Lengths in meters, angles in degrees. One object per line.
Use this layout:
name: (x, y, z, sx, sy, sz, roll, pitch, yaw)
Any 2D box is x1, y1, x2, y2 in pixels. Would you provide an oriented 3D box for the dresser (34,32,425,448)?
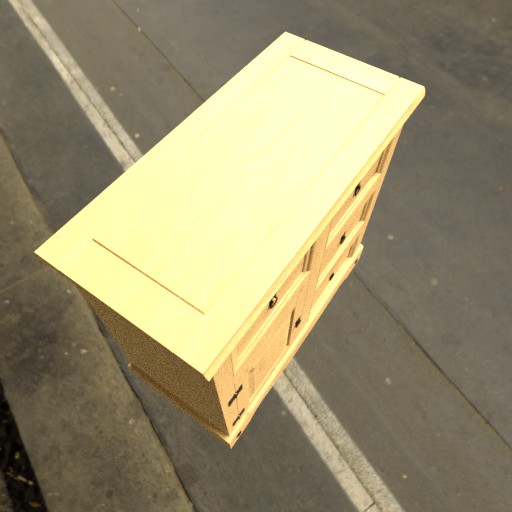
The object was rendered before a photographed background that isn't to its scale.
dresser: (0.000, 0.000, 1.363, 0.440, 0.835, 0.915, 31, 63, 18)
